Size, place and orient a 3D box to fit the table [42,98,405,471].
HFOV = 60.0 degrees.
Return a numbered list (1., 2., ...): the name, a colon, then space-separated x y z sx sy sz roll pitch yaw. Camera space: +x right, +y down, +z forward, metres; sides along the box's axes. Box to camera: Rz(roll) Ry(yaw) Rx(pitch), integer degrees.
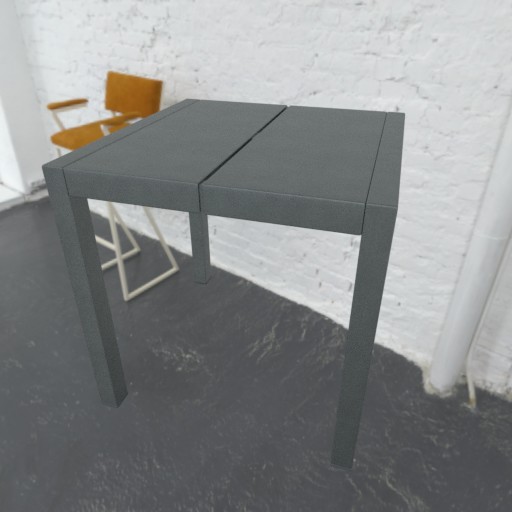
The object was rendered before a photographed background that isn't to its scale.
1. table: 0.000 0.000 0.924 0.508 0.508 0.508 9 32 15
